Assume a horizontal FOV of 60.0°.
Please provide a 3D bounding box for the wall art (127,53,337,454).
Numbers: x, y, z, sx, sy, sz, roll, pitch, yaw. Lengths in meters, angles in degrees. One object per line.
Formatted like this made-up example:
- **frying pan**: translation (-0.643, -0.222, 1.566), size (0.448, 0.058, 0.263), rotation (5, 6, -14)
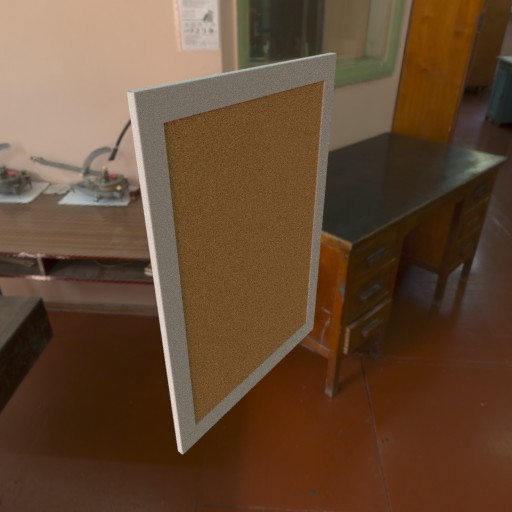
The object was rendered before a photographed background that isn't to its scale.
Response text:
- **wall art**: translation (0.000, 0.000, 0.670), size (0.012, 0.529, 0.374), rotation (22, 37, 32)
